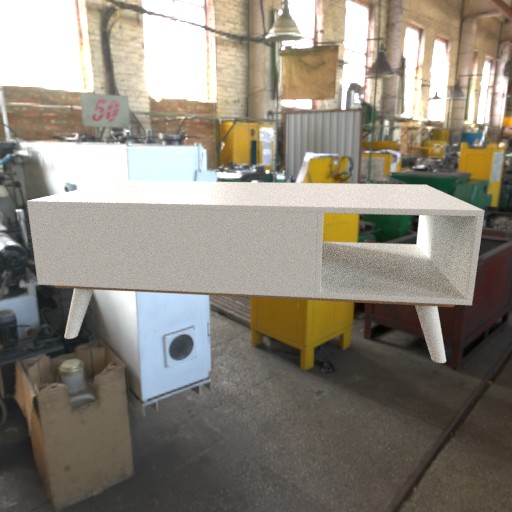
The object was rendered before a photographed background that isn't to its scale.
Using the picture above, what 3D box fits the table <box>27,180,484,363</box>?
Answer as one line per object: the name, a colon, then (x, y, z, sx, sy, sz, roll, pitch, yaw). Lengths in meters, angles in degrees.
table: (0.000, 0.000, 1.491, 1.194, 0.432, 0.609, 2, 15, 8)
